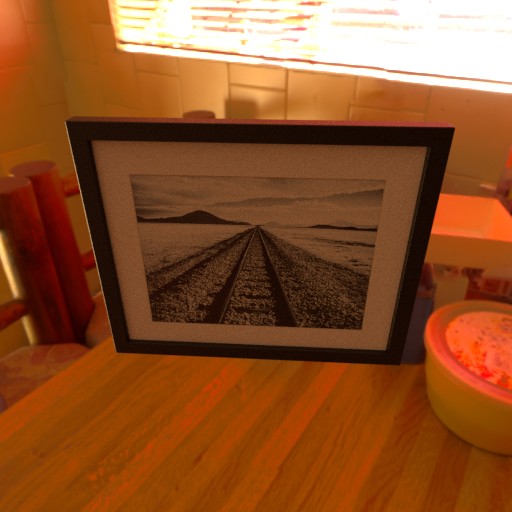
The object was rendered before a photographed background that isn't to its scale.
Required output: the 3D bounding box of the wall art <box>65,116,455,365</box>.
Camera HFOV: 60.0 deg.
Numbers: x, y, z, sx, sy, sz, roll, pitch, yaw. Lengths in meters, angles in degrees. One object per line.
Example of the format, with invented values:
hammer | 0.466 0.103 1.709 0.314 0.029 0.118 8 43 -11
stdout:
wall art | 0.000 0.000 0.763 0.559 0.458 0.029 2 31 3
